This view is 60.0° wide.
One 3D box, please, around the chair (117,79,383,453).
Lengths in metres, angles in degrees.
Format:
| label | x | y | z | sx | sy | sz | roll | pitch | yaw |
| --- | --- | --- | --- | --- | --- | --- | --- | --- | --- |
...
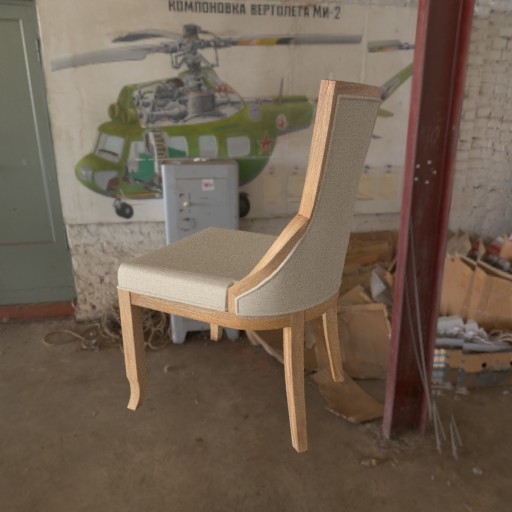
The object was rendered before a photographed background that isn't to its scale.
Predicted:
| label | x | y | z | sx | sy | sz | roll | pitch | yaw |
| --- | --- | --- | --- | --- | --- | --- | --- | --- | --- |
| chair | 0.000 | 0.000 | 1.331 | 0.641 | 0.947 | 0.524 | 9 | 20 | 25 |
